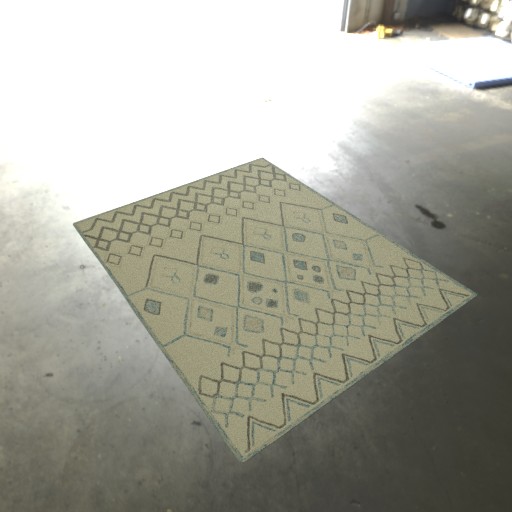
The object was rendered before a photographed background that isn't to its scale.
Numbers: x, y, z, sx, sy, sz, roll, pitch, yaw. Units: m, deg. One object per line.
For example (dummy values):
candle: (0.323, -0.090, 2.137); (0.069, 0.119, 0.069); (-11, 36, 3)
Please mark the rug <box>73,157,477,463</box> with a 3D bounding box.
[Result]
rug: (0.000, 0.000, 4.158); (2.441, 0.013, 3.056); (-25, 46, -27)
